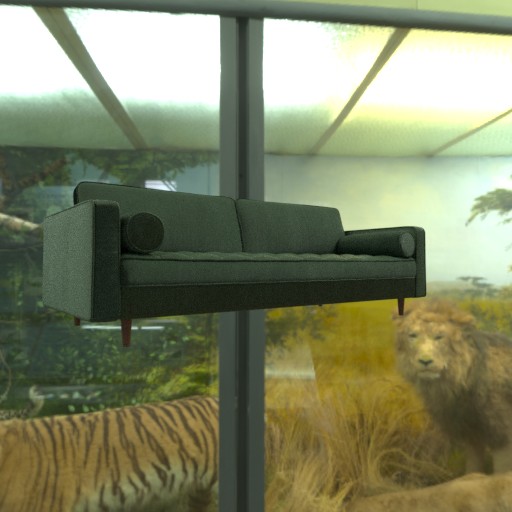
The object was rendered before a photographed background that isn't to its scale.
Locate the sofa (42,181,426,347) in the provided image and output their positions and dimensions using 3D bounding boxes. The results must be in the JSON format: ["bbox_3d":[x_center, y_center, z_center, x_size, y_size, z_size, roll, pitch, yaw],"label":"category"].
[{"bbox_3d":[0.000,0.000,2.661,2.199,0.769,0.918,1,-1,-36],"label":"sofa"}]
